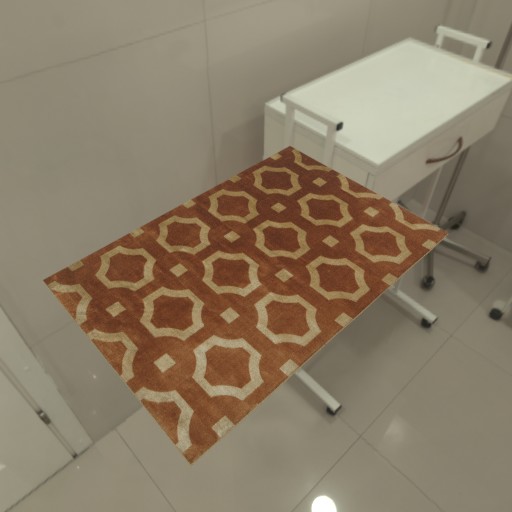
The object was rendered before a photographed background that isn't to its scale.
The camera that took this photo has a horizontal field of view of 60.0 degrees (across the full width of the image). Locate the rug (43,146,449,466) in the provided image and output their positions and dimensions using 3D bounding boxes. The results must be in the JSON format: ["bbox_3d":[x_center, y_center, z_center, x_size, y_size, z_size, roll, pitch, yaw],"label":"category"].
[{"bbox_3d":[0.000,0.000,2.982,2.286,0.016,1.555,-34,55,-28],"label":"rug"}]
